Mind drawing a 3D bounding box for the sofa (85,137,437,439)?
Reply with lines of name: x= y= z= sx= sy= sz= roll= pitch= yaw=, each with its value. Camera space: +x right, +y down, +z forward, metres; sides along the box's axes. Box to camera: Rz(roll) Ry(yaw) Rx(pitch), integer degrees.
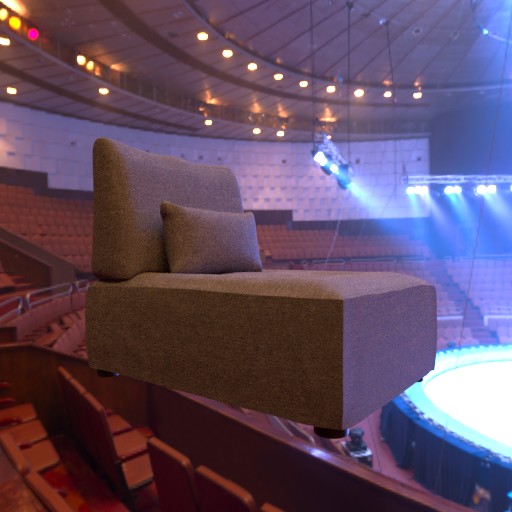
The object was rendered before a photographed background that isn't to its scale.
sofa: x=0.000 y=0.000 z=1.518 sx=1.000 sy=0.820 sz=0.700 roll=0 pitch=0 yaw=38
